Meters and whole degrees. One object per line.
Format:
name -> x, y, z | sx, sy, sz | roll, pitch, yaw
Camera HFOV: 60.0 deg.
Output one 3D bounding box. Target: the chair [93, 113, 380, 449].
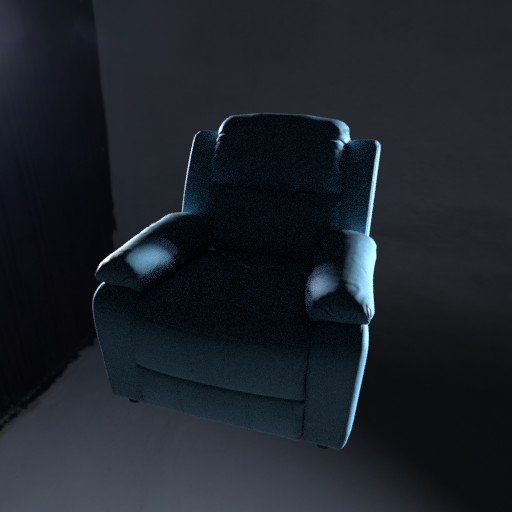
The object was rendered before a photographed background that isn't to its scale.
chair -> 0.000, 0.000, 1.260 | 0.680, 0.702, 0.709 | 8, 27, 15
